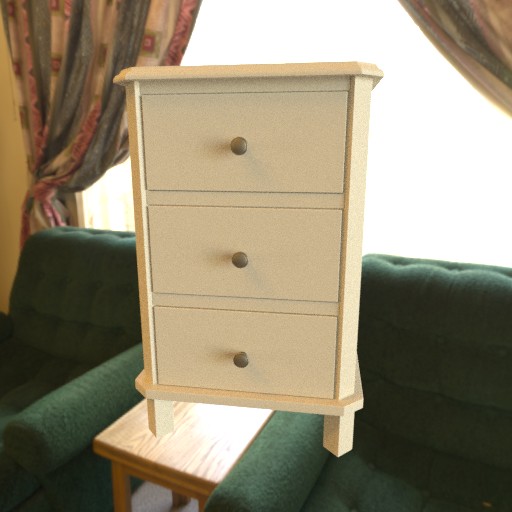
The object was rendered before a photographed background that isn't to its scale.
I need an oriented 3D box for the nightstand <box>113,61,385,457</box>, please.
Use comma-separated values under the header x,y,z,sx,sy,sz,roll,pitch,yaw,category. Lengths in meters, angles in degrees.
x,y,z,sx,sy,sz,roll,pitch,yaw,category
0.000,0.000,0.909,0.435,0.681,0.351,2,14,9,nightstand
